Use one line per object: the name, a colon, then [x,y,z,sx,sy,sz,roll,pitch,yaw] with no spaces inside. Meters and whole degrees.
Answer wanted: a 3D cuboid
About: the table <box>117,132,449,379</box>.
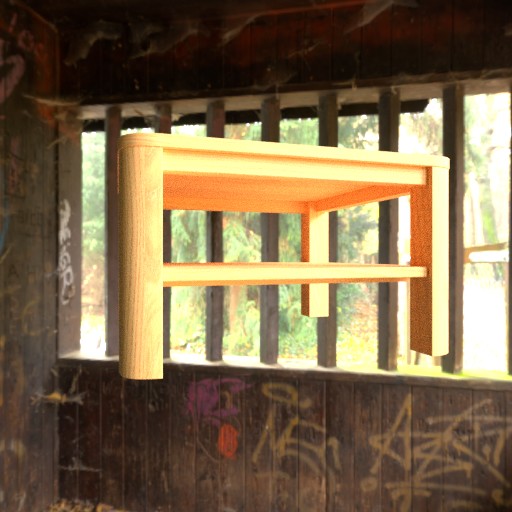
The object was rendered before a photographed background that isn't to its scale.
table: [0.000,0.000,1.258,0.750,0.450,0.750,0,0,-17]
